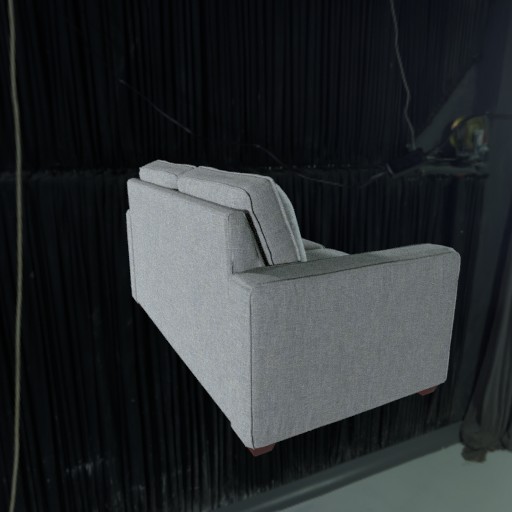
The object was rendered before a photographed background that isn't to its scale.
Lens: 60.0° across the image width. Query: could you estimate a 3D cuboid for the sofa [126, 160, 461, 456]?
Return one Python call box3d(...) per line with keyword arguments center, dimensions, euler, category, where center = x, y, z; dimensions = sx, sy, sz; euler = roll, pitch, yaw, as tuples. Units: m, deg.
box3d(center=(0.000, 0.000, 2.248), dimensions=(0.945, 0.915, 1.706), euler=(-8, 17, -27), category="sofa")
